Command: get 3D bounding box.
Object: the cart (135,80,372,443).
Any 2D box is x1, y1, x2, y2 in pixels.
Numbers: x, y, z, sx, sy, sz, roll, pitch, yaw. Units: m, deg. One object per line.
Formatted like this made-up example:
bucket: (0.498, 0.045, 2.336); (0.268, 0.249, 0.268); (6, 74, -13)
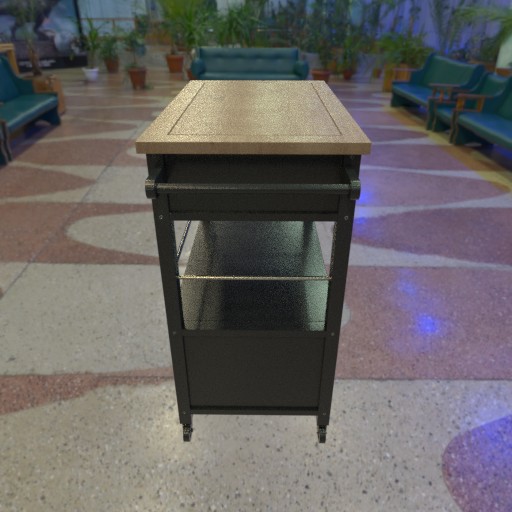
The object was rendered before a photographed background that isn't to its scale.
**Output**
cart: (0.000, 0.000, 1.375); (0.459, 0.901, 0.840); (0, 30, 1)
